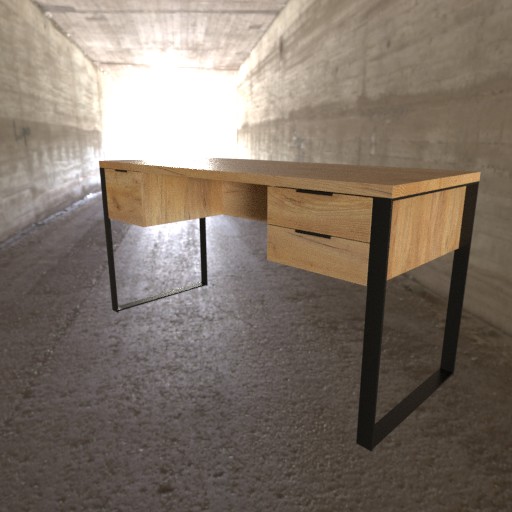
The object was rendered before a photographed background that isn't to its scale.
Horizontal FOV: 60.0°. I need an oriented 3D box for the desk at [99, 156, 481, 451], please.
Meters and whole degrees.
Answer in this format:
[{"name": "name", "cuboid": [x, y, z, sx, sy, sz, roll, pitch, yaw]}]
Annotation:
[{"name": "desk", "cuboid": [0.000, 0.000, 1.892, 1.520, 0.760, 0.600, 15, 21, 43]}]
